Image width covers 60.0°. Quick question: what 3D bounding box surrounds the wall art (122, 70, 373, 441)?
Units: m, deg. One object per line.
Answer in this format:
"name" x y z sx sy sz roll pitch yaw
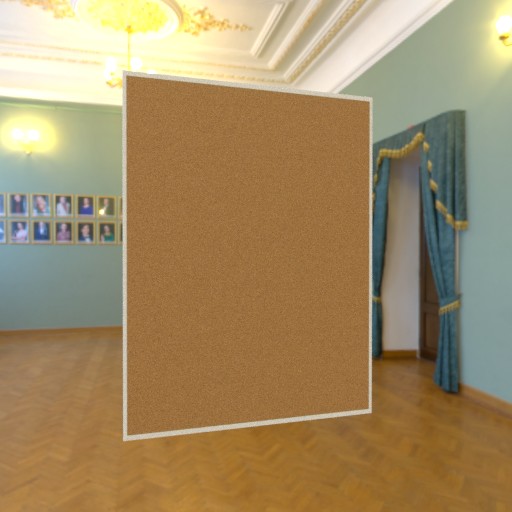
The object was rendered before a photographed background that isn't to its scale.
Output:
"wall art" 0.000 0.000 1.381 0.795 1.050 0.039 0 0 -16
